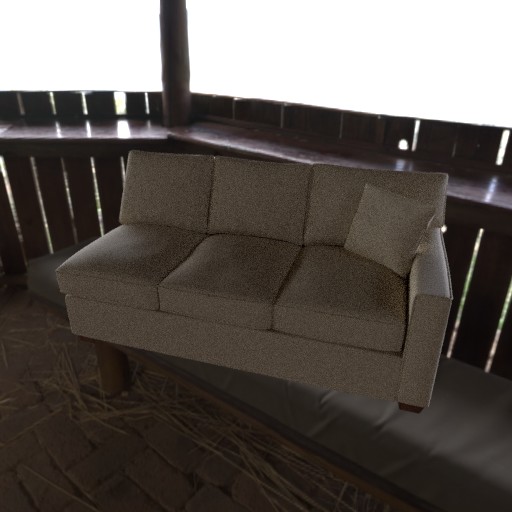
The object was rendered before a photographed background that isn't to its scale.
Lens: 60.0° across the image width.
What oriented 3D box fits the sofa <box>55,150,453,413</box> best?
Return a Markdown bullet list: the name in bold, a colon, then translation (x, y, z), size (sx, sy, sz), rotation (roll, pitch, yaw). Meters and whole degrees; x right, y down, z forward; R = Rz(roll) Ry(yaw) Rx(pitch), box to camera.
- **sofa**: translation (0.000, 0.000, 2.515), size (1.963, 0.946, 1.034), rotation (8, 26, 16)
